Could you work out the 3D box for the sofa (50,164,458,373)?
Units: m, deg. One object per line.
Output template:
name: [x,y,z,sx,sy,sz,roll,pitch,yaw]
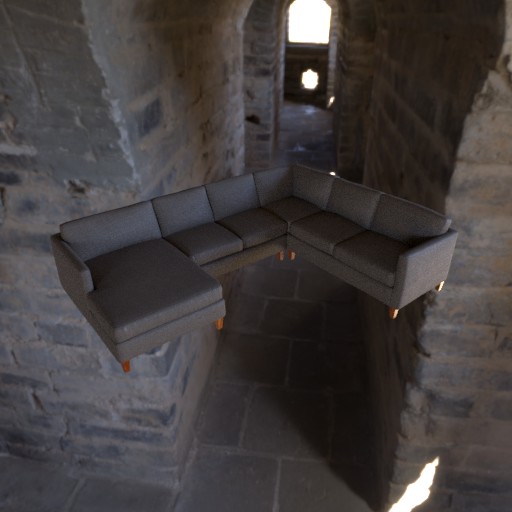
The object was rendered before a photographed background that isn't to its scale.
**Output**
sofa: [0.000,0.000,4.722,3.460,0.961,2.594,-21,35,-33]
